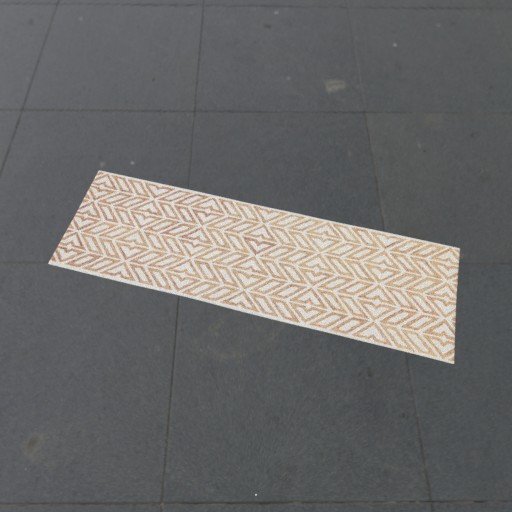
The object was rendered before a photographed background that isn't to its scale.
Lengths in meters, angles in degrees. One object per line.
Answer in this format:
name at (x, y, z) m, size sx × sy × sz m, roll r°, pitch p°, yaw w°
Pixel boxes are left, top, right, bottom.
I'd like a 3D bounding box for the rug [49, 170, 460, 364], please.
rug at (0.000, 0.000, 2.740) m, size 2.435 × 0.009 × 0.750 m, roll 13°, pitch 62°, yaw 7°
